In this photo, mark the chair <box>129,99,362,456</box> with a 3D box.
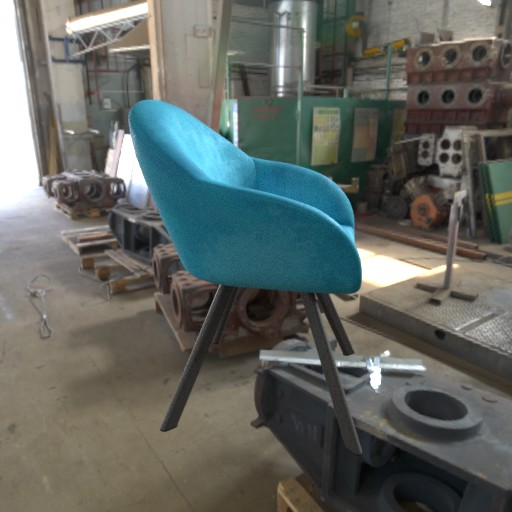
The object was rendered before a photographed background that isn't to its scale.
[{"bbox_3d":[0.000,0.000,1.191,0.590,0.795,0.550,3,18,9],"label":"chair"}]
